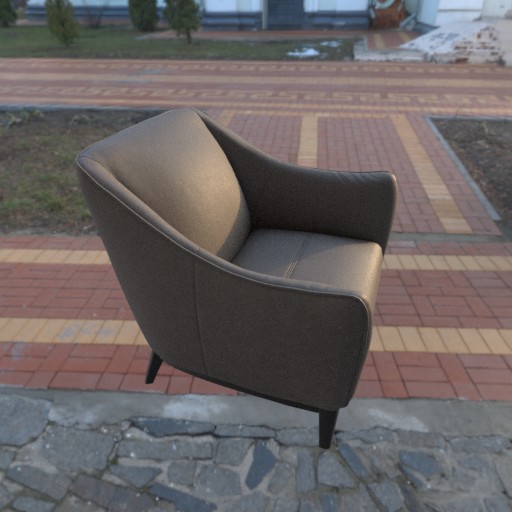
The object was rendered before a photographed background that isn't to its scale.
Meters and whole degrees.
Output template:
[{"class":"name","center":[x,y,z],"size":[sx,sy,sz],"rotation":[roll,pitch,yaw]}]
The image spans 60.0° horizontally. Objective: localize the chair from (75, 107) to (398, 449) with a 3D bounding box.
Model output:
[{"class":"chair","center":[0.000,0.000,1.523],"size":[0.852,0.830,0.871],"rotation":[10,32,17]}]
